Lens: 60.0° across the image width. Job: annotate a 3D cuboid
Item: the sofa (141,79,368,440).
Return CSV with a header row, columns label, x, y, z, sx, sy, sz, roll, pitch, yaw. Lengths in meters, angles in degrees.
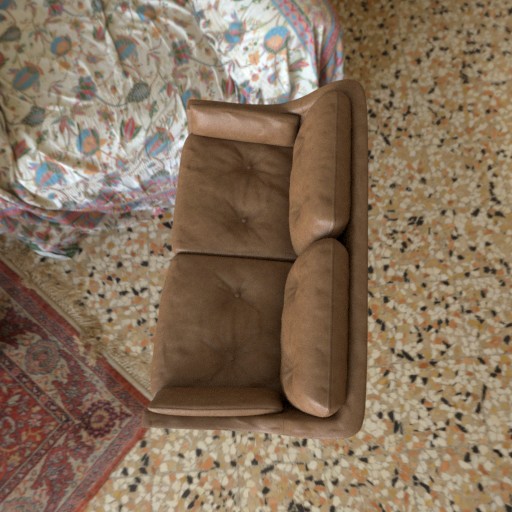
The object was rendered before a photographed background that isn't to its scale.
label,x,y,z,sx,sy,sz,roll,pitch,yaw
sofa,0.000,0.000,2.309,0.981,0.886,1.731,4,73,1
